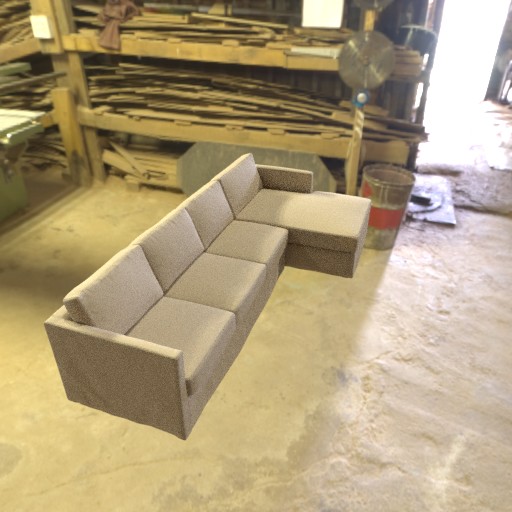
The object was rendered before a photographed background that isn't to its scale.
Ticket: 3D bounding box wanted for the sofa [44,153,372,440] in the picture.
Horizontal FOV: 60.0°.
[{"bbox_3d":[0.000,0.000,3.875,1.622,0.871,3.206,11,32,17],"label":"sofa"}]
